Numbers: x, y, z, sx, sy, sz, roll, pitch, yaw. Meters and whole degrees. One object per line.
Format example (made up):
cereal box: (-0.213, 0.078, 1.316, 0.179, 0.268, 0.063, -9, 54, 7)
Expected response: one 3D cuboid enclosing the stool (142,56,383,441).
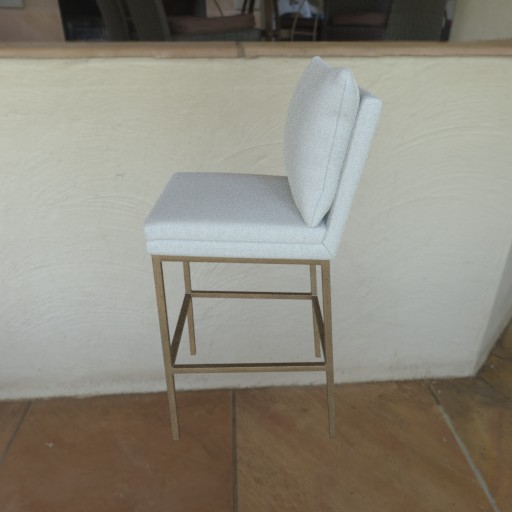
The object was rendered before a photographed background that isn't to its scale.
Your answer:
stool: (0.000, 0.000, 1.391, 0.572, 1.125, 0.463, 0, 27, 0)
